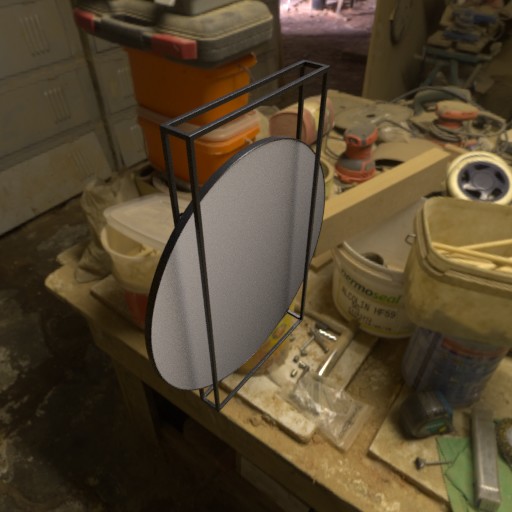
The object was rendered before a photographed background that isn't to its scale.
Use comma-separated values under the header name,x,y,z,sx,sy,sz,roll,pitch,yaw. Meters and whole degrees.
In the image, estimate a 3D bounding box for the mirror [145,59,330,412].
name,x,y,z,sx,sy,sz,roll,pitch,yaw
mirror,0.000,0.000,0.812,0.051,0.603,0.508,27,48,28
